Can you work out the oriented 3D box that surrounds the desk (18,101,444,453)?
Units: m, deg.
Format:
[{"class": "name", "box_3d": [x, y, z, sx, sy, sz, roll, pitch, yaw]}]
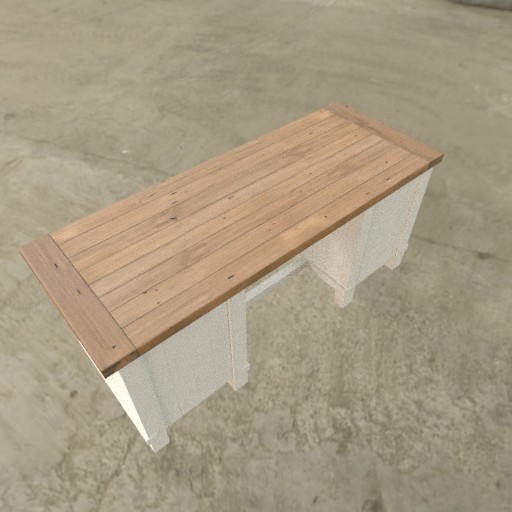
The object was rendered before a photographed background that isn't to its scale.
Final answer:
[{"class": "desk", "box_3d": [0.000, 0.000, 2.190, 1.803, 0.760, 0.688, -32, 54, -27]}]
